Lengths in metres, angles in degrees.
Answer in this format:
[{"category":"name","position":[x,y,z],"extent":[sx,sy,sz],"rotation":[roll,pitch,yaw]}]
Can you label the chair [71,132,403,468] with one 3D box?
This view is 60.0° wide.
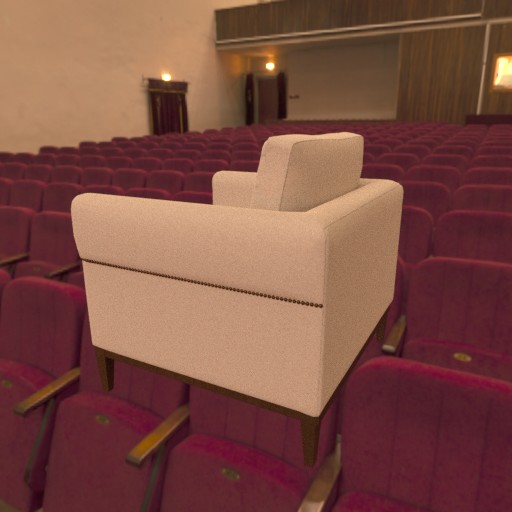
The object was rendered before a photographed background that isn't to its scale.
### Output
[{"category":"chair","position":[0.000,0.000,1.709],"extent":[0.896,0.915,0.982],"rotation":[9,19,27]}]
